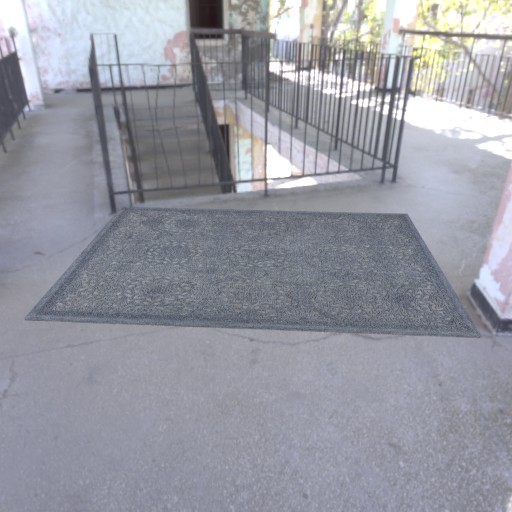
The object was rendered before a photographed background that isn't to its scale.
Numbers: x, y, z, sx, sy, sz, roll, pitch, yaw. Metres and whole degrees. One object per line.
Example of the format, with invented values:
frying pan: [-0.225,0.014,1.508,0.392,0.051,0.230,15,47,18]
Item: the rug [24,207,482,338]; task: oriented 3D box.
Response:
rug: [0.000,0.000,2.289,1.819,0.012,1.208,2,28,3]
